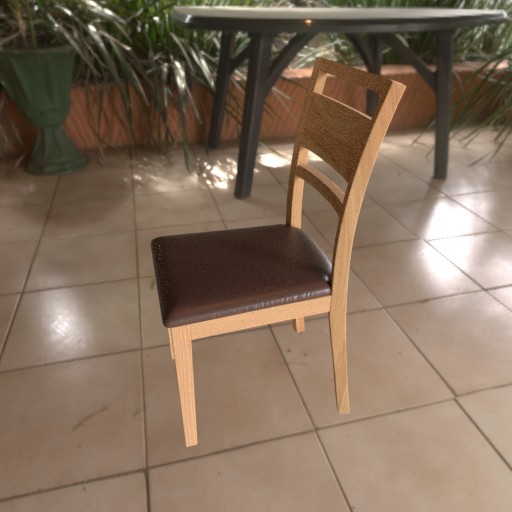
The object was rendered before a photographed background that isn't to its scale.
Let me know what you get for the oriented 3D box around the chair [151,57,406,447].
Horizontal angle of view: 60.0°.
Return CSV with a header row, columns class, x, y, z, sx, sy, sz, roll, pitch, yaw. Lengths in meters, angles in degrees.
class,x,y,z,sx,sy,sz,roll,pitch,yaw
chair,0.000,0.000,1.210,0.545,0.940,0.420,-8,32,-13
